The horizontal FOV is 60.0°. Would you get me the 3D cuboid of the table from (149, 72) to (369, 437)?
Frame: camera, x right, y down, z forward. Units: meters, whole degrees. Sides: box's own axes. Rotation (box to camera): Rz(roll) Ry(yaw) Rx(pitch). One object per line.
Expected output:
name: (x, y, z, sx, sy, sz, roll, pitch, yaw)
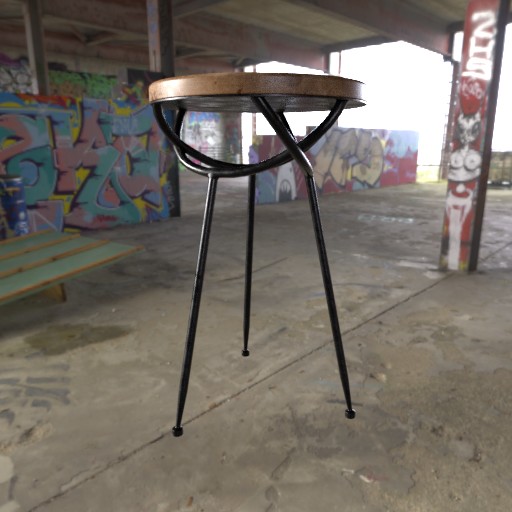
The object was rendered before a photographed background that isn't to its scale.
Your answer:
table: (0.000, 0.000, 0.930, 0.418, 0.664, 0.414, -7, 16, -25)
